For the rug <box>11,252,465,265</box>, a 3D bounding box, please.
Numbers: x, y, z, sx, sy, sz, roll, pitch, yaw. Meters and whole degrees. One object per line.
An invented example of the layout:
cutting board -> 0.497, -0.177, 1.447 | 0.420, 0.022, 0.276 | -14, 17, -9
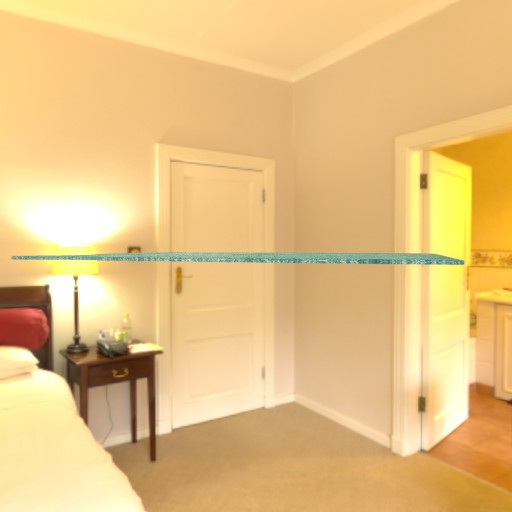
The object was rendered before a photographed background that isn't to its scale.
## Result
rug -> 0.000, 0.000, 4.079 | 3.217, 0.027, 2.405 | 0, 1, 18
